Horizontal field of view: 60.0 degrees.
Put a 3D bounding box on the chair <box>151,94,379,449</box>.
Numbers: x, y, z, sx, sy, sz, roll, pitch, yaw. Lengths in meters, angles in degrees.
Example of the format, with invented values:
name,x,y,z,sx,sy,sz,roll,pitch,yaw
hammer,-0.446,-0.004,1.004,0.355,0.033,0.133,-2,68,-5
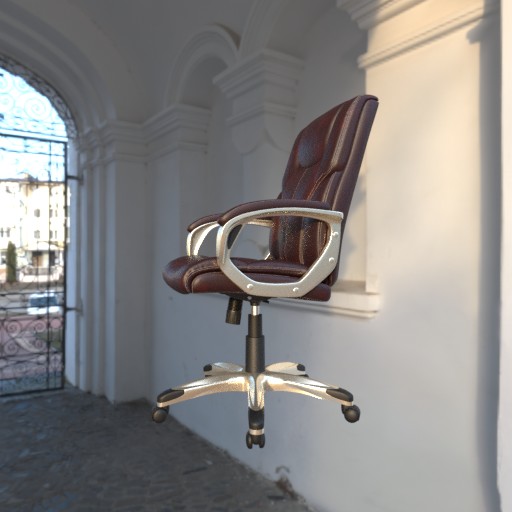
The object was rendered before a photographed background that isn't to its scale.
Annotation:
name,x,y,z,sx,sy,sz,roll,pitch,yaw
chair,0.000,0.000,1.590,0.739,1.107,0.662,0,1,-19
